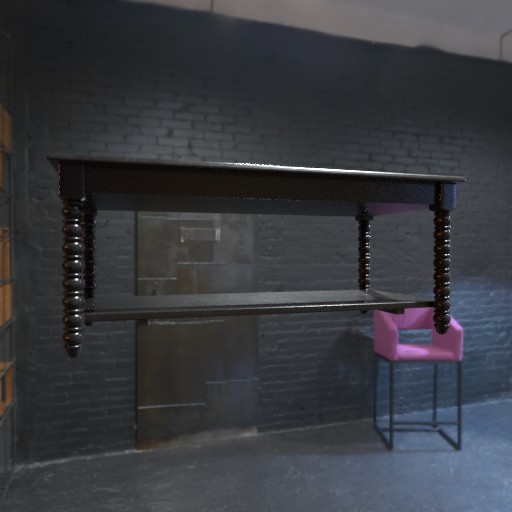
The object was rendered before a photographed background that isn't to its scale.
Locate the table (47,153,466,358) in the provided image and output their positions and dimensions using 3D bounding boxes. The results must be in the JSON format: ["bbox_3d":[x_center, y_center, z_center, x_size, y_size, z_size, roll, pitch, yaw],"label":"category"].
[{"bbox_3d":[0.000,0.000,1.457,1.171,0.487,0.580,0,1,-16],"label":"table"}]
